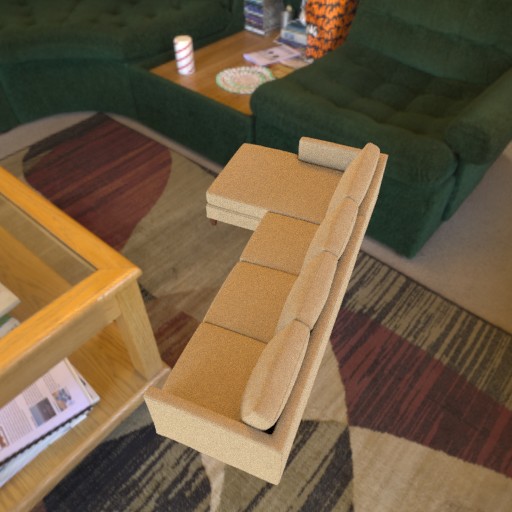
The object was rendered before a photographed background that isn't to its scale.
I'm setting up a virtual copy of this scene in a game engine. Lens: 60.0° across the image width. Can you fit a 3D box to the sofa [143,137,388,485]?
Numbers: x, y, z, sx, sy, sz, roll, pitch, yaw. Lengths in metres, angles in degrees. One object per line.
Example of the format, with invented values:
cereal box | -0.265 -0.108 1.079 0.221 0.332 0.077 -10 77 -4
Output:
sofa | 0.000 0.000 3.893 1.625 0.846 3.186 17 49 15
